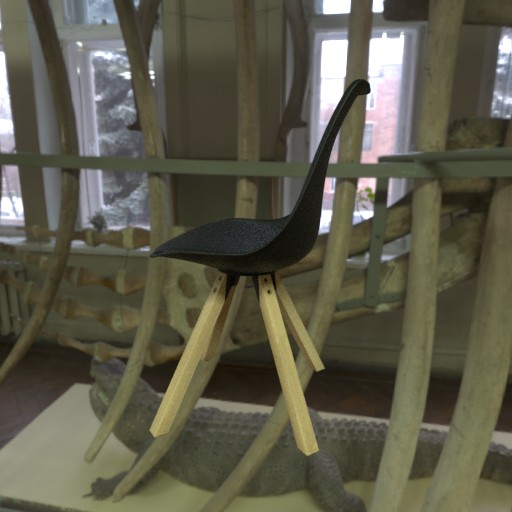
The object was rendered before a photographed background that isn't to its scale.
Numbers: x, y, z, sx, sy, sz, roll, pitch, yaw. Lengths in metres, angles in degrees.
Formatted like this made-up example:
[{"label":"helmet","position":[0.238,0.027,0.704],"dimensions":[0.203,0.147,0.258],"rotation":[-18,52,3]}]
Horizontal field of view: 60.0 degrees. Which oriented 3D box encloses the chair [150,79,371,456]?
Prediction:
[{"label":"chair","position":[0.000,0.000,1.190],"dimensions":[0.549,0.850,0.485],"rotation":[2,14,10]}]
